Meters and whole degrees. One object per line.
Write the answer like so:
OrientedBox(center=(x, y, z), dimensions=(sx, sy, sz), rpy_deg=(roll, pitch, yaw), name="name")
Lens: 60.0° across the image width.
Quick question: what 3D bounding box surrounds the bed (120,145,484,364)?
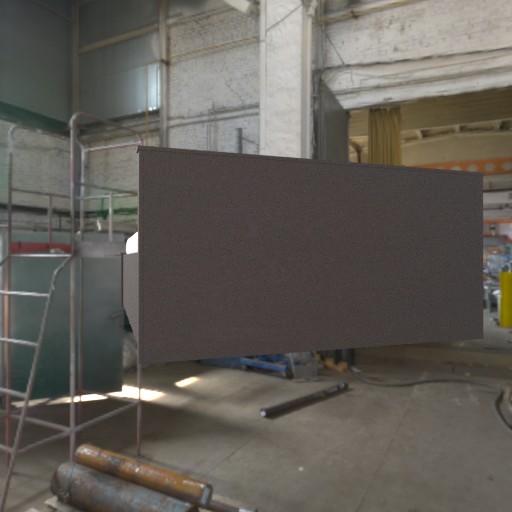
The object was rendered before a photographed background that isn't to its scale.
OrientedBox(center=(0.000, 0.000, 2.891), dimensions=(1.634, 0.808, 2.103), rpy_deg=(0, 0, -19), name="bed")
